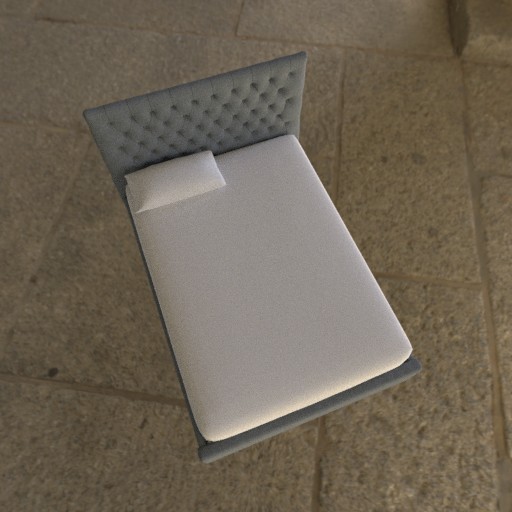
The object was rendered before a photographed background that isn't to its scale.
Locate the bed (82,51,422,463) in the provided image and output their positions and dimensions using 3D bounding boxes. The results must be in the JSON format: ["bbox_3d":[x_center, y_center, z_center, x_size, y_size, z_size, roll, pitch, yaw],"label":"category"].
[{"bbox_3d":[0.000,0.000,3.312,1.698,1.411,2.335,-19,65,-9],"label":"bed"}]
